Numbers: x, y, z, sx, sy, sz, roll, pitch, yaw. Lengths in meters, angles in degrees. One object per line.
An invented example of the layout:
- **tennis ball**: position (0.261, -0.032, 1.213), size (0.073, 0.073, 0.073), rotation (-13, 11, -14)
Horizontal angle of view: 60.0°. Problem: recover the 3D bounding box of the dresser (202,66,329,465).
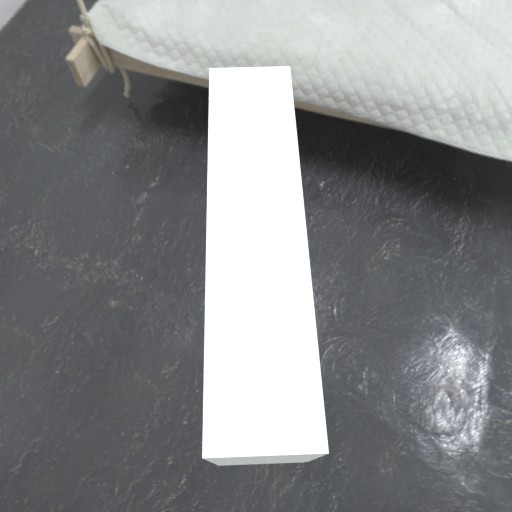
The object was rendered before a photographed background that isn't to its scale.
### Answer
- **dresser**: position (0.000, 0.000, 2.621), size (0.500, 0.840, 2.200), rotation (-2, 63, -1)
